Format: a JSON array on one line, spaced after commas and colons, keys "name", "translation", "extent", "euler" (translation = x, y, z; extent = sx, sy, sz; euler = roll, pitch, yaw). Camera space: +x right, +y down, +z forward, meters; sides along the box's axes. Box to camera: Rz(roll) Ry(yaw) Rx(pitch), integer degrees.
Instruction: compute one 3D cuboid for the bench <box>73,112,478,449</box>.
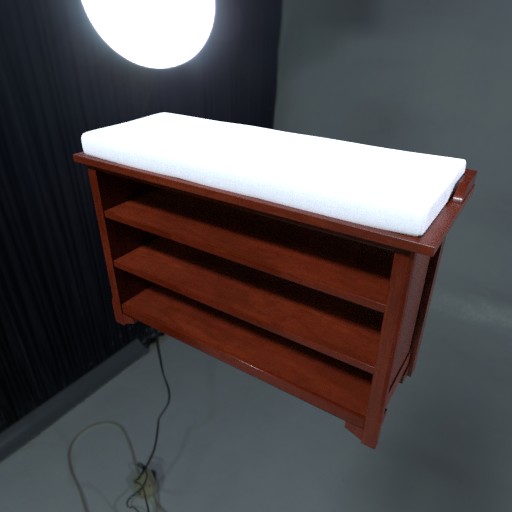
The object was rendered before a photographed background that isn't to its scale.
[{"name": "bench", "translation": [0.000, 0.000, 1.268], "extent": [0.987, 0.646, 0.369], "euler": [18, 34, 29]}]
